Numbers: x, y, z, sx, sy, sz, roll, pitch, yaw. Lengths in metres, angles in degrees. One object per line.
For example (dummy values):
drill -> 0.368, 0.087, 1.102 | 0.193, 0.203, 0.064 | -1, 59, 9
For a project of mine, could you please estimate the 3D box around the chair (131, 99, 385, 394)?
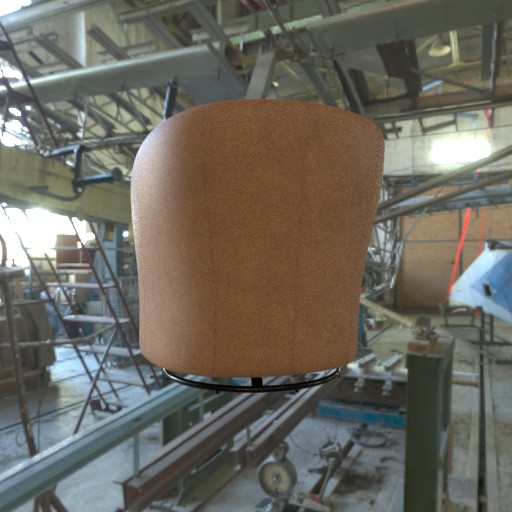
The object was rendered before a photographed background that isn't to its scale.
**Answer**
chair -> 0.000, 0.000, 1.472 | 0.791, 0.771, 0.815 | 0, -1, -18
